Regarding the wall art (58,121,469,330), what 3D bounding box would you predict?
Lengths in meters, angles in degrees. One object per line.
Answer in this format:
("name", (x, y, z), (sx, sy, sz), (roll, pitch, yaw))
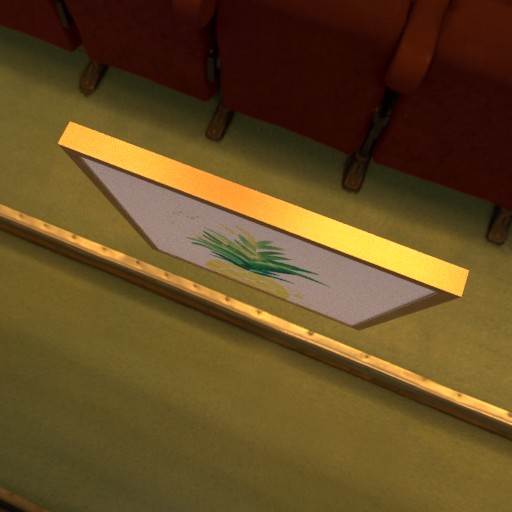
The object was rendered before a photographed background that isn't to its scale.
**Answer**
("wall art", (0.000, 0.000, 0.770), (0.510, 0.509, 0.033), (21, 77, 5))
